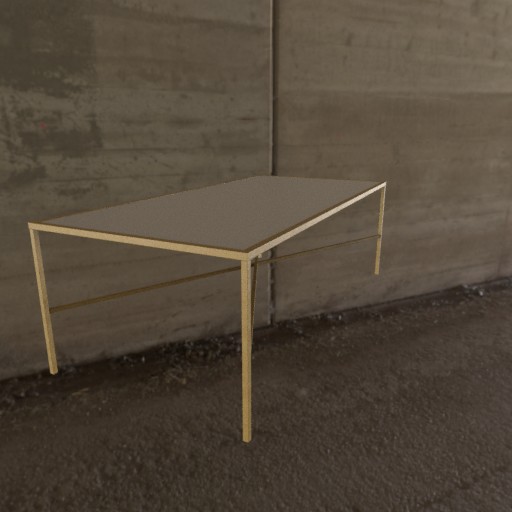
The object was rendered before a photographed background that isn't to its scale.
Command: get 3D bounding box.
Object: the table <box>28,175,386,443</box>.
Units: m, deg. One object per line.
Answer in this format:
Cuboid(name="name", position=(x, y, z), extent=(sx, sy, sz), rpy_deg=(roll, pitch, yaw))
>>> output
Cuboid(name="table", position=(0.000, 0.000, 1.479), extent=(0.580, 0.398, 1.206), rpy_deg=(8, 18, 26))
